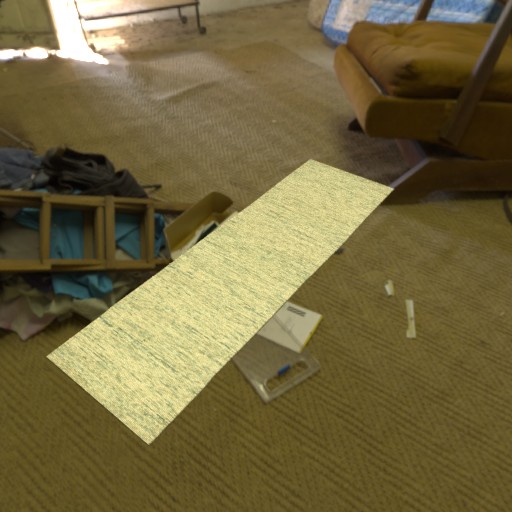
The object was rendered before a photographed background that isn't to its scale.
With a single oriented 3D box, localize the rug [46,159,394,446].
[{"bbox_3d":[0.000,0.000,2.565,0.700,0.014,2.290,27,48,27],"label":"rug"}]
